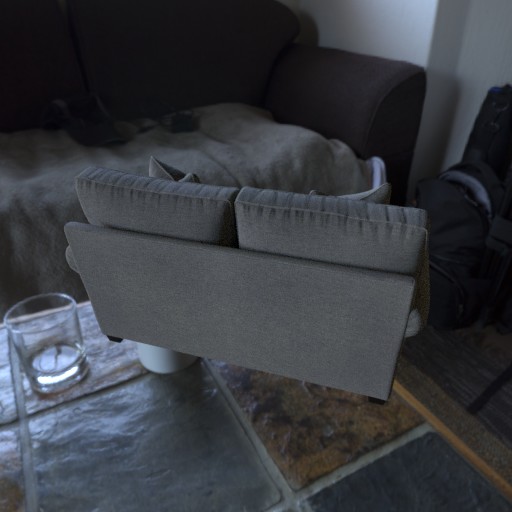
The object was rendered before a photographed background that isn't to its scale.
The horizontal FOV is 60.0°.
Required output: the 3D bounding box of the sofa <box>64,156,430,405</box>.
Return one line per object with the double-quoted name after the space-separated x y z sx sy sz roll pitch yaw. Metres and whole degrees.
0.000 0.000 2.340 1.701 0.966 0.966 9 33 15 "sofa"
